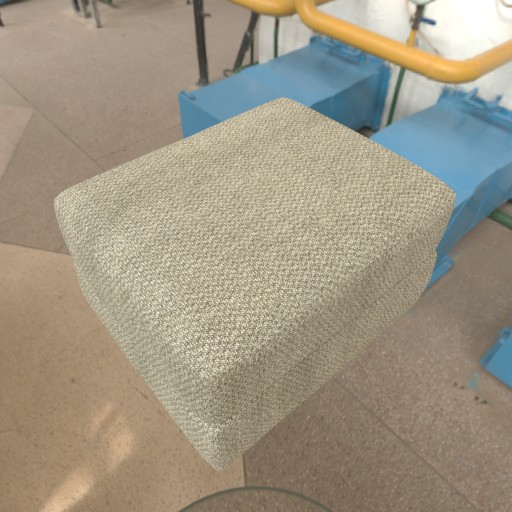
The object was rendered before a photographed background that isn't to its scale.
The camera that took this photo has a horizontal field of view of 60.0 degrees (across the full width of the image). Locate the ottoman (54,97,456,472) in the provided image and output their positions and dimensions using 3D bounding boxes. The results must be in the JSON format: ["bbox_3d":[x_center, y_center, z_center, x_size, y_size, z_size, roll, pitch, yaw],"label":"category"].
[{"bbox_3d":[0.000,0.000,1.110,0.751,0.476,0.603,-32,54,-26],"label":"ottoman"}]
